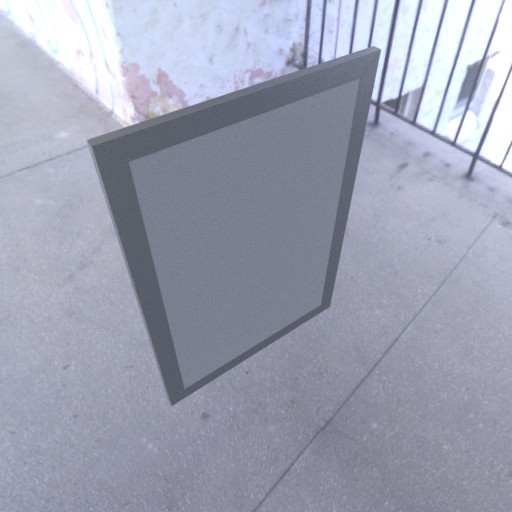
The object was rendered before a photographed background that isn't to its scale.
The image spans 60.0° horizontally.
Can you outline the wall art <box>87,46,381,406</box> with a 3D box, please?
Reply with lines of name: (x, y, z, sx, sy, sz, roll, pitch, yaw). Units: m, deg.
wall art: (0.000, 0.000, 0.672, 0.376, 0.529, 0.013, -27, 52, -24)
